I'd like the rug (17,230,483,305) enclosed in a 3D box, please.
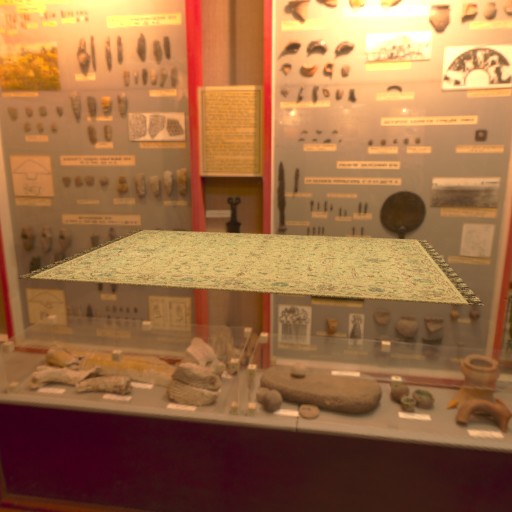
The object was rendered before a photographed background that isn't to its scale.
[{"bbox_3d":[0.000,0.000,2.983,2.435,0.010,1.544,3,14,10],"label":"rug"}]
